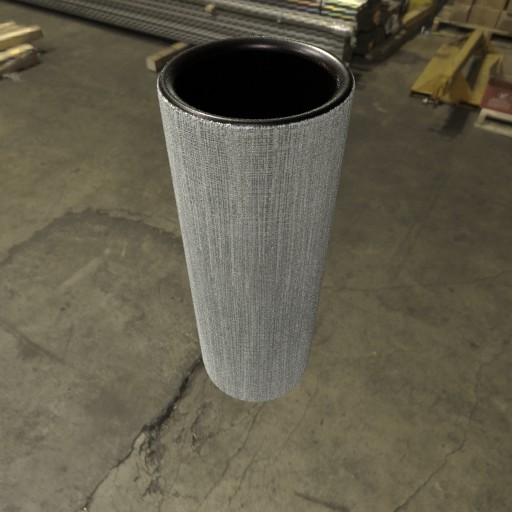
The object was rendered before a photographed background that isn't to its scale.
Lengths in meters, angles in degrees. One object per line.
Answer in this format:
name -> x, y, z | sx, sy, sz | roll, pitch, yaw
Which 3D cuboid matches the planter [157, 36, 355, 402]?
planter -> 0.000, 0.000, 0.322 | 0.100, 0.270, 0.100 | 24, 51, 21
